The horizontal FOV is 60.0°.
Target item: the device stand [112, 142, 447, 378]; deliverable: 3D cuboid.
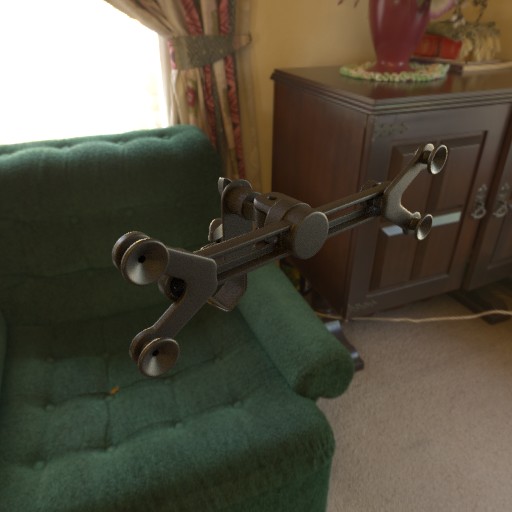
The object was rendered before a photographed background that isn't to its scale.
[{"bbox_3d":[0.000,0.000,0.354,0.270,0.166,0.142,-22,36,-34],"label":"device stand"}]
